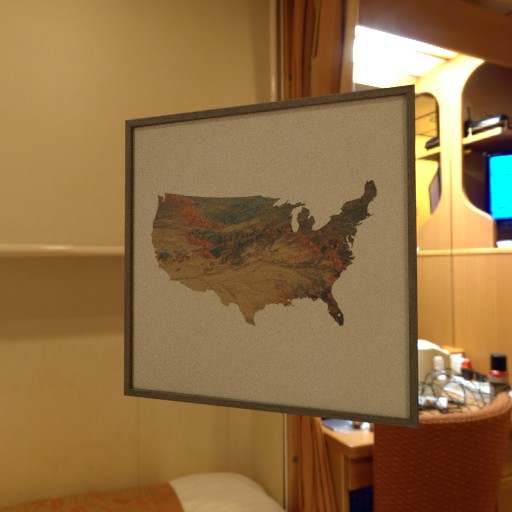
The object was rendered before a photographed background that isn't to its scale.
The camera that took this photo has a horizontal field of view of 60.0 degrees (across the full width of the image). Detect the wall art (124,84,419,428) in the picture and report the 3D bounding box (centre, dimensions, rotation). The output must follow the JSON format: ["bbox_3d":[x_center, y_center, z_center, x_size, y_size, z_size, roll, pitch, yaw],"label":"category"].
[{"bbox_3d":[0.000,0.000,0.741,0.508,0.507,0.016,0,-1,19],"label":"wall art"}]
